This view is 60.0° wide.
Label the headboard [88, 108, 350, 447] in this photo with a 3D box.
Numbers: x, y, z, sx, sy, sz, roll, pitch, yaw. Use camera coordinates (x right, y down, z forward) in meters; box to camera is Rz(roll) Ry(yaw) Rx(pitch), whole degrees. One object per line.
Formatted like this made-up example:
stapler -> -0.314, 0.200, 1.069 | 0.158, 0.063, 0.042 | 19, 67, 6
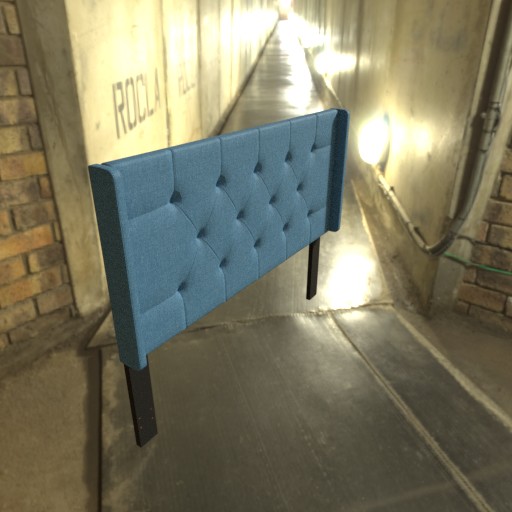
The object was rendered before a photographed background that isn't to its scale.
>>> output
headboard -> 0.000, 0.000, 2.720 | 0.184, 1.524, 2.051 | 17, 30, 31
